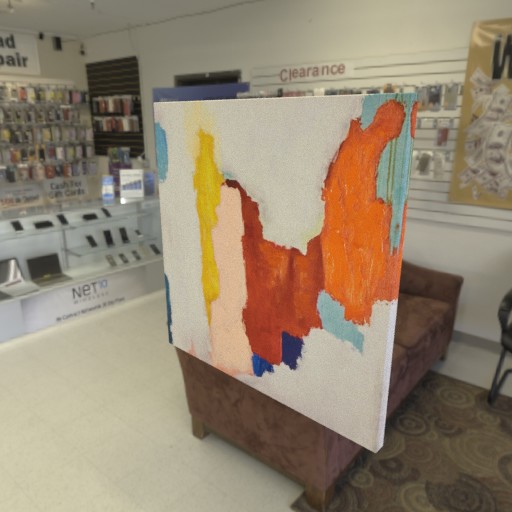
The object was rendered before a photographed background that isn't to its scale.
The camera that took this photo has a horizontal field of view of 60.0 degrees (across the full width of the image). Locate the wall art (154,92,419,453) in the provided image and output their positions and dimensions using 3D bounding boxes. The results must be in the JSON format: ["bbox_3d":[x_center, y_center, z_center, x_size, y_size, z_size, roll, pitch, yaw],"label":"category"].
[{"bbox_3d":[0.000,0.000,1.218,0.814,0.814,0.037,15,23,40],"label":"wall art"}]
